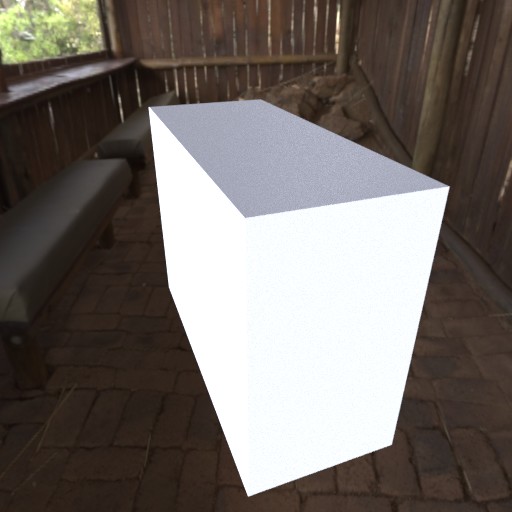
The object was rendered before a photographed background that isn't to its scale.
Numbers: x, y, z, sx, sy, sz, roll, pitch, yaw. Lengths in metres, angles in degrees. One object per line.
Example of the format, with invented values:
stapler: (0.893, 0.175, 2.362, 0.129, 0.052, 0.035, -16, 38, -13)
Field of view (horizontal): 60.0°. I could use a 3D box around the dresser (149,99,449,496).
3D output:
dresser: (0.000, 0.000, 1.515, 0.460, 0.820, 1.100, -10, 31, -18)
